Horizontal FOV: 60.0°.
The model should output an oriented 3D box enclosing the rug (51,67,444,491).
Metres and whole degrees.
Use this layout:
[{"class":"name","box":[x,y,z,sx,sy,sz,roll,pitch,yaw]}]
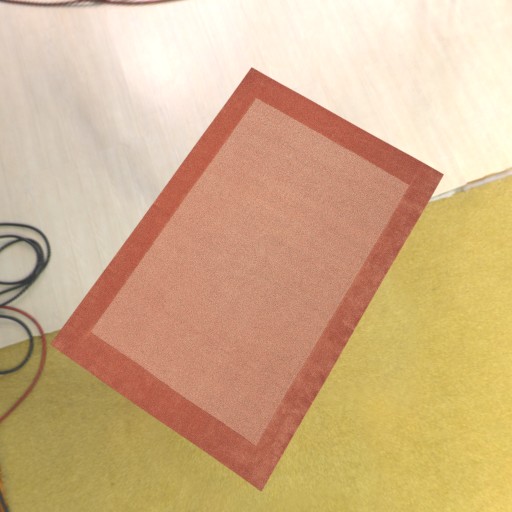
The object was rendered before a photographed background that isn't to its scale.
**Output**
[{"class":"rug","box":[0.000,0.000,2.263,1.219,0.014,1.829,32,79,7]}]
